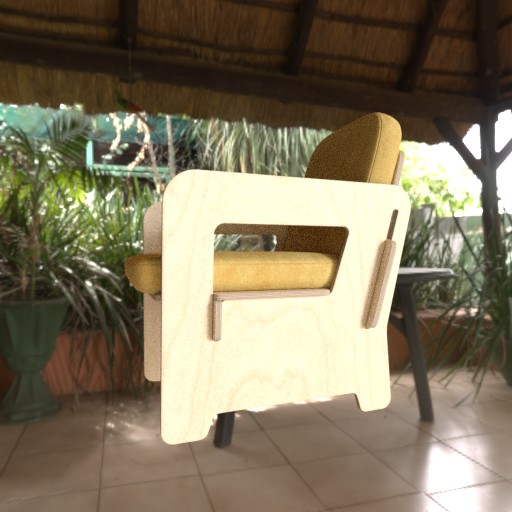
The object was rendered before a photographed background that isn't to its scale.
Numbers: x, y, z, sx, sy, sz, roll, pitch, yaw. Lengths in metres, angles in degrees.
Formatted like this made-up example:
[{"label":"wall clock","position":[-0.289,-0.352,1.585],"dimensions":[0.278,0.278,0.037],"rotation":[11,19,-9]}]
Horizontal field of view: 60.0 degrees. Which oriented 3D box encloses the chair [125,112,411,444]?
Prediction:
[{"label":"chair","position":[0.000,0.000,1.265],"dimensions":[0.710,0.800,0.590],"rotation":[0,0,-18]}]
